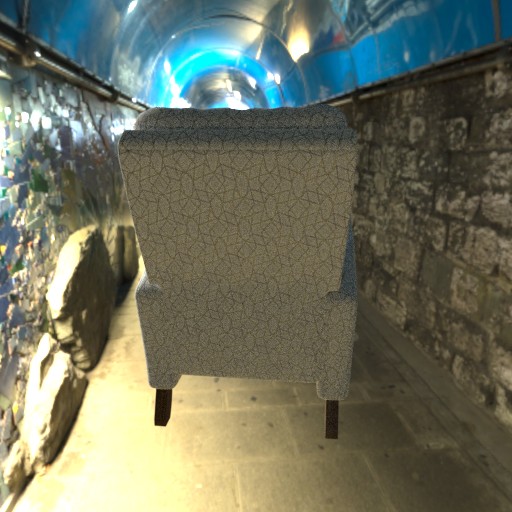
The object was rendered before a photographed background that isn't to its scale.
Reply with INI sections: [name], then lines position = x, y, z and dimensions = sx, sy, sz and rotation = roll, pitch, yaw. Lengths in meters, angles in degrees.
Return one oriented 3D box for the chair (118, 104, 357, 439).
[chair]
position = 0.000, 0.000, 1.724
dimensions = 0.796, 1.064, 0.995
rotation = 2, 14, 6
